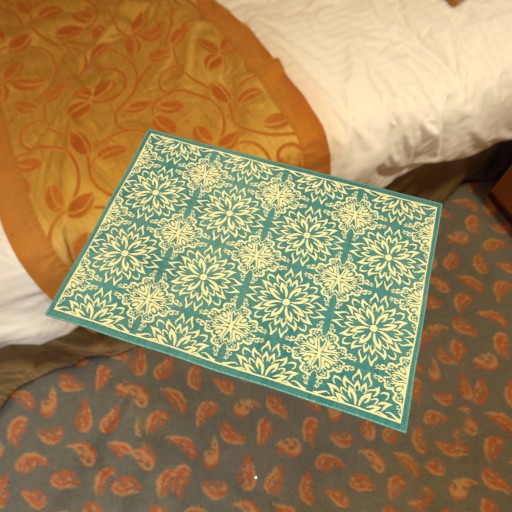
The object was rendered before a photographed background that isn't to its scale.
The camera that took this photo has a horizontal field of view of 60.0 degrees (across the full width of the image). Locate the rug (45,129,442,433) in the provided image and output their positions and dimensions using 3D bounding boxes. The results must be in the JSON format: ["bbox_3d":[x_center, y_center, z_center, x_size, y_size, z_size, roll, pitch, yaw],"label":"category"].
[{"bbox_3d":[0.000,0.000,2.879,2.205,0.012,1.554,16,65,8],"label":"rug"}]
